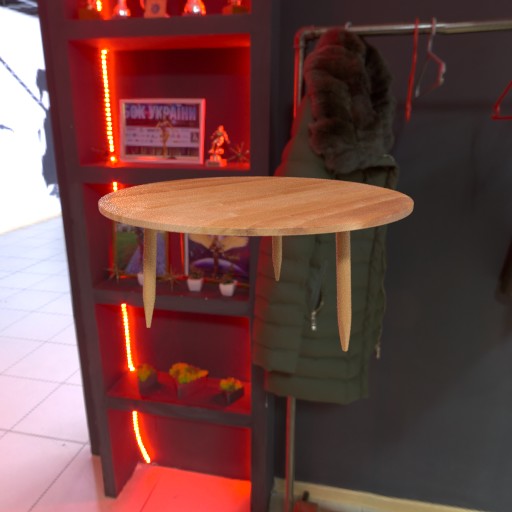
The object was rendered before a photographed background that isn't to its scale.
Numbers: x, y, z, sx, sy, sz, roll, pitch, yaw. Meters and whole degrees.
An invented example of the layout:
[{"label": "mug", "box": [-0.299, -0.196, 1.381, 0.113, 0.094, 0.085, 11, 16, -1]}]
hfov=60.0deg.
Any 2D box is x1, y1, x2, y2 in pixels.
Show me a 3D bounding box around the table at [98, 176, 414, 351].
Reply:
[{"label": "table", "box": [0.000, 0.000, 1.391, 0.900, 0.400, 0.900, 0, 17, 0]}]
